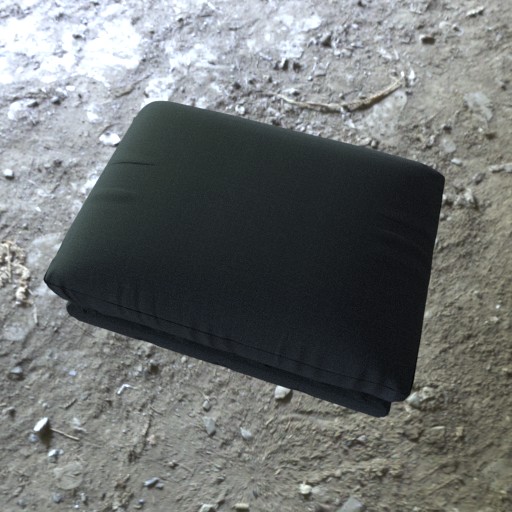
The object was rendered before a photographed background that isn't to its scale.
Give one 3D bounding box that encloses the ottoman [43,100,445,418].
[{"bbox_3d":[0.000,0.000,1.103,0.767,0.486,0.558,16,65,8],"label":"ottoman"}]
